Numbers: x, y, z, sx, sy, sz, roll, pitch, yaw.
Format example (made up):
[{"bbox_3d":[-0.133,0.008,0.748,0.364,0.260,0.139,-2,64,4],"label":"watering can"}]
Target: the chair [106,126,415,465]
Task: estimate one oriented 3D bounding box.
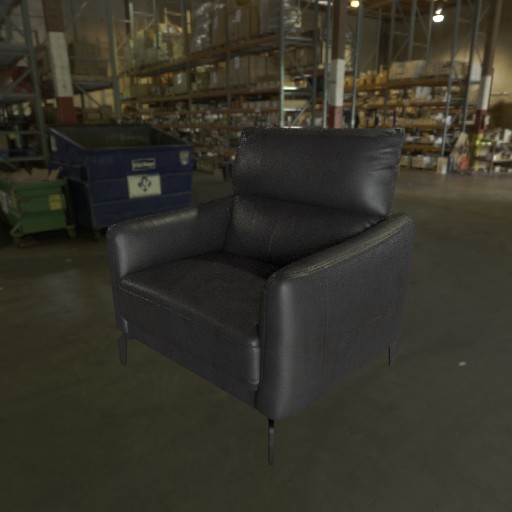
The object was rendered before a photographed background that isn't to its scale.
[{"bbox_3d":[0.000,0.000,1.703,0.976,0.949,0.809,15,23,41],"label":"chair"}]
